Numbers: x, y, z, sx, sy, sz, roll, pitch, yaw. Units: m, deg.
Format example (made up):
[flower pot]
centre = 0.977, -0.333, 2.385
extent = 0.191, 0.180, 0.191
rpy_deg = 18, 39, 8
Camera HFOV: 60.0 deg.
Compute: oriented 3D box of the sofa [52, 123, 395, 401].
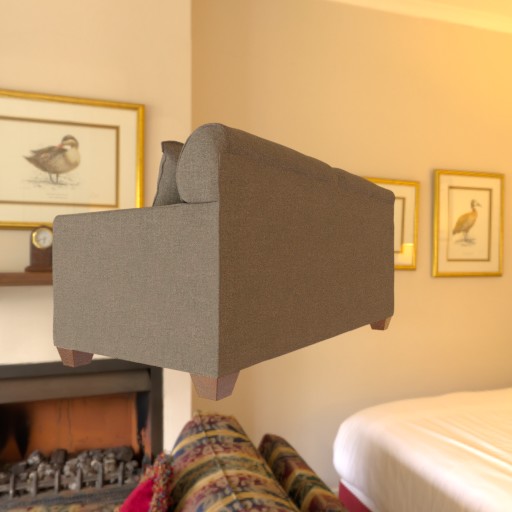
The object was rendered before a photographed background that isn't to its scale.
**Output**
[sofa]
centre = 0.000, 0.000, 2.435
extent = 1.000, 0.958, 1.846
rpy_deg = 0, 0, 34
